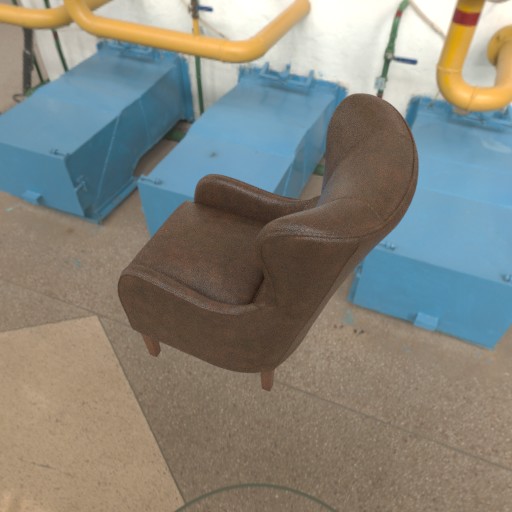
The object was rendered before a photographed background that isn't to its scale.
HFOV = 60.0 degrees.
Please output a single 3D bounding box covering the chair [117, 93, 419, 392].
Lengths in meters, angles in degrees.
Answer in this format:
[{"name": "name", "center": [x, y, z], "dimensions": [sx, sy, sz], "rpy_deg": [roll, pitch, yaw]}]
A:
[{"name": "chair", "center": [0.000, 0.000, 1.616], "dimensions": [0.914, 1.048, 0.692], "rpy_deg": [18, 50, 16]}]
